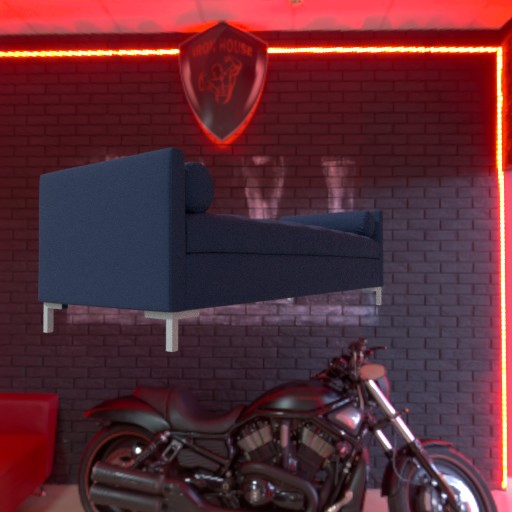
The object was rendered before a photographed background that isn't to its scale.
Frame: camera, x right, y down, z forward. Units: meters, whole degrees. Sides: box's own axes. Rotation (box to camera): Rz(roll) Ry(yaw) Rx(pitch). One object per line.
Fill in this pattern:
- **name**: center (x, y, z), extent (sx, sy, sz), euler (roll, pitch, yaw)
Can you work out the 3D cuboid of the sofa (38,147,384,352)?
- **sofa**: center (0.000, 0.000, 2.470), extent (0.797, 0.657, 2.102), euler (-1, -1, 34)
